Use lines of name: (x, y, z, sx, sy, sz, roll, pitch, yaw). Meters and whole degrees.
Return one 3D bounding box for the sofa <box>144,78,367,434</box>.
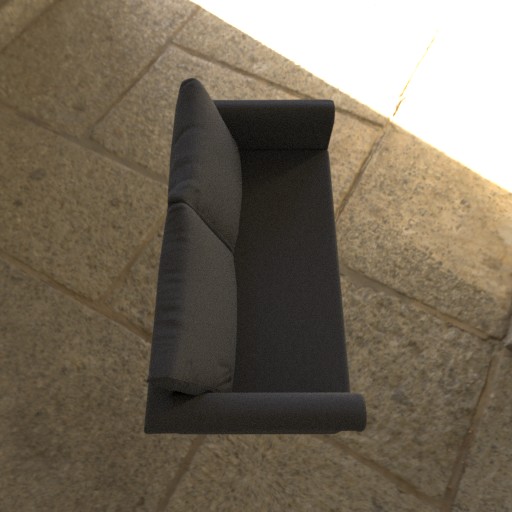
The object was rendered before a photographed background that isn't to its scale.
sofa: (0.000, 0.000, 1.931, 0.741, 0.872, 1.460, 0, 64, 0)
